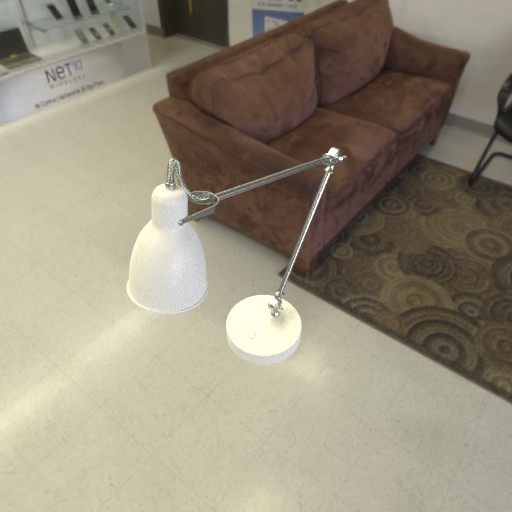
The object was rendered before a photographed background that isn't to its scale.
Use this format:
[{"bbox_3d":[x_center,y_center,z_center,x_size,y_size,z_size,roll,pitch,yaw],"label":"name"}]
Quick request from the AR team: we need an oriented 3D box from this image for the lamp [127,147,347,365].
[{"bbox_3d":[0.000,0.000,0.900,0.187,0.587,0.561,31,52,28],"label":"lamp"}]
